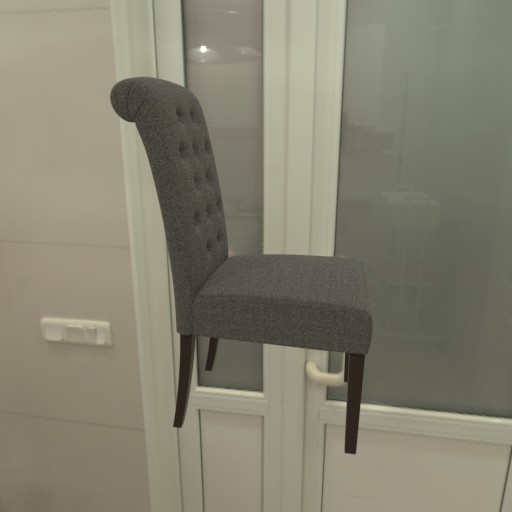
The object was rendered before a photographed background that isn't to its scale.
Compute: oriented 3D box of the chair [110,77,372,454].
[{"bbox_3d":[0.000,0.000,1.342,0.671,1.006,0.456,3,16,10],"label":"chair"}]
